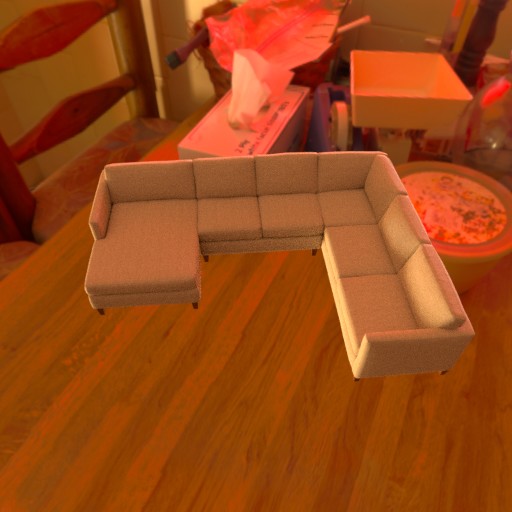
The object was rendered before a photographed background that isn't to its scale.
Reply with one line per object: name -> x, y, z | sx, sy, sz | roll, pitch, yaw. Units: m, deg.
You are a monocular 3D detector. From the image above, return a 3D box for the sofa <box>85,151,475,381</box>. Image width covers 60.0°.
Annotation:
sofa -> 0.000, 0.000, 4.601 | 3.460, 0.961, 2.594 | -3, 47, -3
